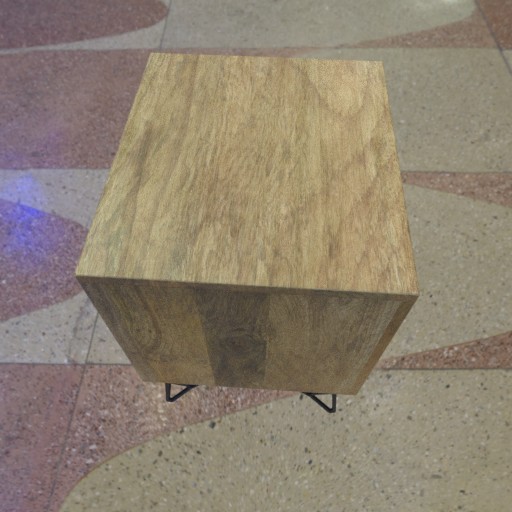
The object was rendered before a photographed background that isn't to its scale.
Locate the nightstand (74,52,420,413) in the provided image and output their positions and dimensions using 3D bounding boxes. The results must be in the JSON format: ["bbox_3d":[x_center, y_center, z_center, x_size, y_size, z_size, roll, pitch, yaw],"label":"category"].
[{"bbox_3d":[0.000,0.000,0.870,0.406,0.559,0.457,3,56,2],"label":"nightstand"}]
